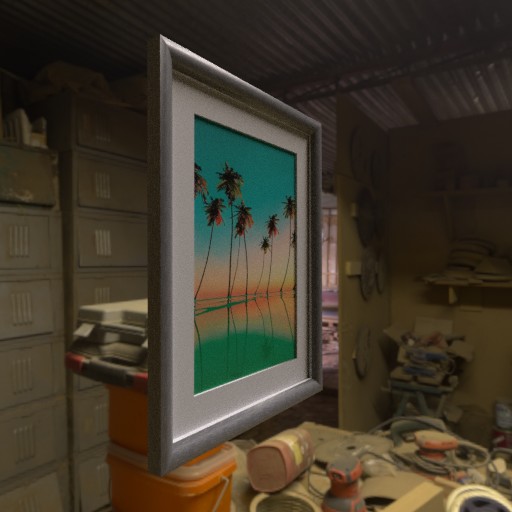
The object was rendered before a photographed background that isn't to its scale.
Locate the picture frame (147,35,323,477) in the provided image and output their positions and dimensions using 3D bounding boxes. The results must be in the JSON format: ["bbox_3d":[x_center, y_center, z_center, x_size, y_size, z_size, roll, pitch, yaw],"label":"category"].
[{"bbox_3d":[0.000,0.000,0.752,0.029,0.559,0.454,0,0,35],"label":"picture frame"}]
